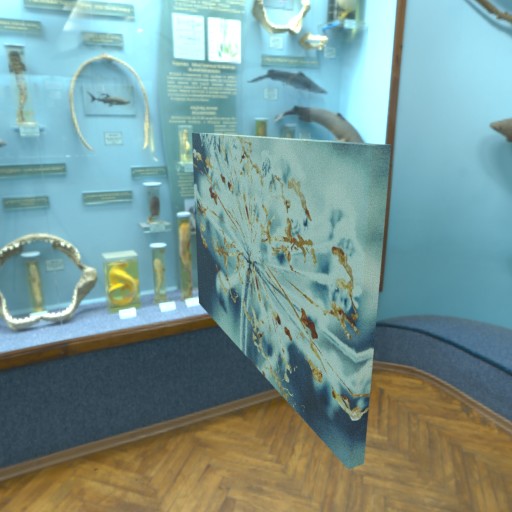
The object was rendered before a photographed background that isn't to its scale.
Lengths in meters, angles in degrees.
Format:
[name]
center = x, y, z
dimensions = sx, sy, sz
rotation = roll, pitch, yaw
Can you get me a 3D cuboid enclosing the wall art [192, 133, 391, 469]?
[wall art]
center = 0.000, 0.000, 1.170
dimensions = 0.038, 0.608, 0.912
rotation = -8, 18, -24
